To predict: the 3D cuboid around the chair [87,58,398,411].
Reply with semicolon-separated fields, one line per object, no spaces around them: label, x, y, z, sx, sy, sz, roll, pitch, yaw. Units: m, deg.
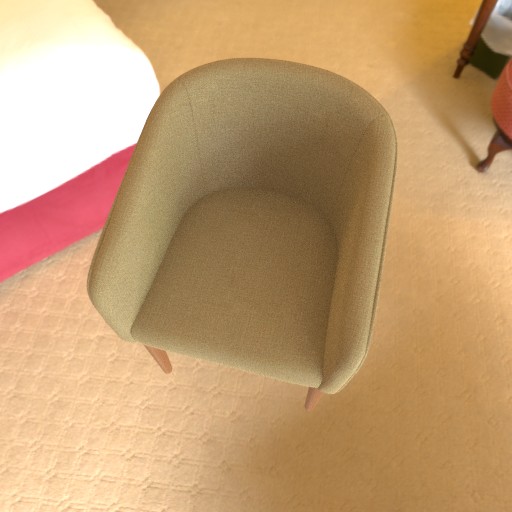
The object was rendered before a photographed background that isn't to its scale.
chair;0.000;0.000;1.192;0.584;0.775;0.616;12;60;7
